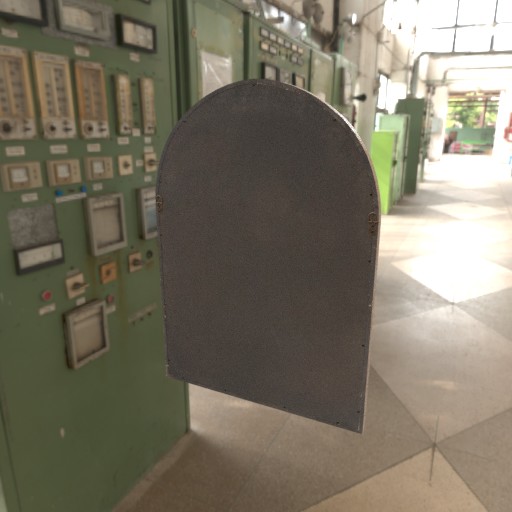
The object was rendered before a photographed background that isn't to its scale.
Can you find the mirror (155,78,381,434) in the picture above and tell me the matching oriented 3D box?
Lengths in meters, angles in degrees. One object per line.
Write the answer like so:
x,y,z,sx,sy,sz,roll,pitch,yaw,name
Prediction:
0.000,0.000,1.234,0.660,0.920,0.032,8,18,25,mirror
